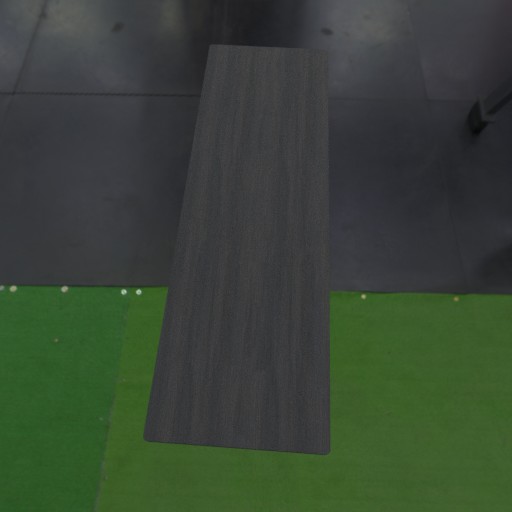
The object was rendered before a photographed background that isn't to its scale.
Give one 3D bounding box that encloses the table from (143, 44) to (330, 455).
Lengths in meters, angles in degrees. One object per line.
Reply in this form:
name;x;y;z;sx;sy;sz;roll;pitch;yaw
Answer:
table;0.000;0.000;1.701;0.449;0.750;1.399;4;63;2
